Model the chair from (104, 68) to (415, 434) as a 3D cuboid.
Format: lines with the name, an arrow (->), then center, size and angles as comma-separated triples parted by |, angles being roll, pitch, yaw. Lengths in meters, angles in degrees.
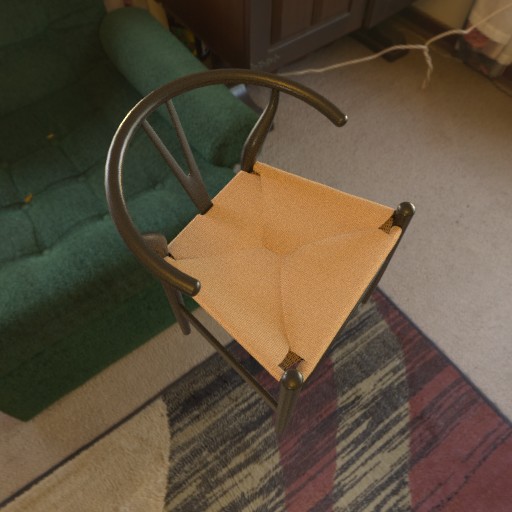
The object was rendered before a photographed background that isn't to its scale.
chair -> 0.000, 0.000, 1.144 | 0.570, 0.739, 0.570 | 31, 63, 18
